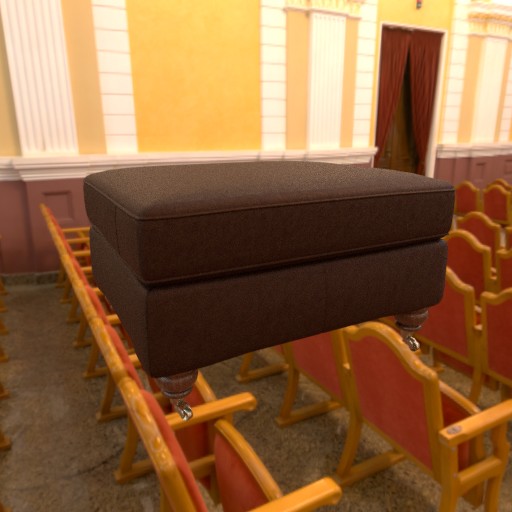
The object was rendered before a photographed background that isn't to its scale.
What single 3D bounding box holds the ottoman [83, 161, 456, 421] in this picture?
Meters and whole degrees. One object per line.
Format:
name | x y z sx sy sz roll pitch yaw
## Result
ottoman | 0.000 0.000 1.840 1.187 0.730 0.967 -9 19 -27
